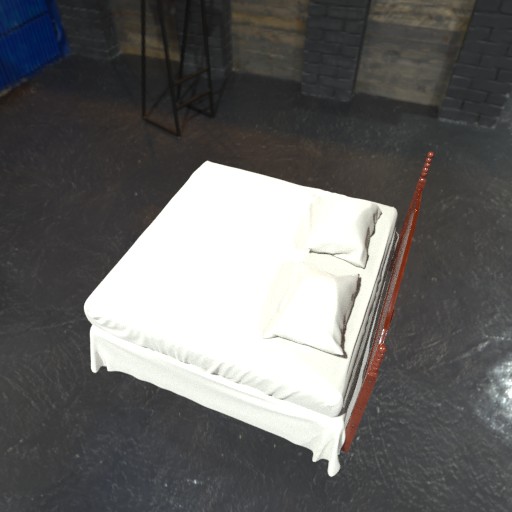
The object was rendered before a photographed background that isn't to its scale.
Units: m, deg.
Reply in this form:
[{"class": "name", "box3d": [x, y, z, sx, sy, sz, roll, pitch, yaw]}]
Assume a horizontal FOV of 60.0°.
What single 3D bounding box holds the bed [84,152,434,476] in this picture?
[{"class": "bed", "box3d": [0.000, 0.000, 3.578, 2.219, 1.355, 2.322, 17, 49, 15]}]
